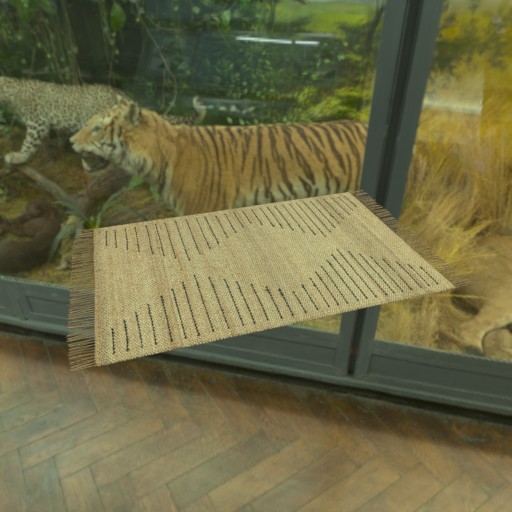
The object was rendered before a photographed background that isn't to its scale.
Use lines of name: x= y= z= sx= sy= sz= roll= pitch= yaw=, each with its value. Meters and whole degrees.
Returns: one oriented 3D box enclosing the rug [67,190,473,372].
rug: x=0.000 y=0.000 z=2.604 sx=2.085 sy=0.027 sz=1.224 roll=-10 pitch=35 yaw=-14
